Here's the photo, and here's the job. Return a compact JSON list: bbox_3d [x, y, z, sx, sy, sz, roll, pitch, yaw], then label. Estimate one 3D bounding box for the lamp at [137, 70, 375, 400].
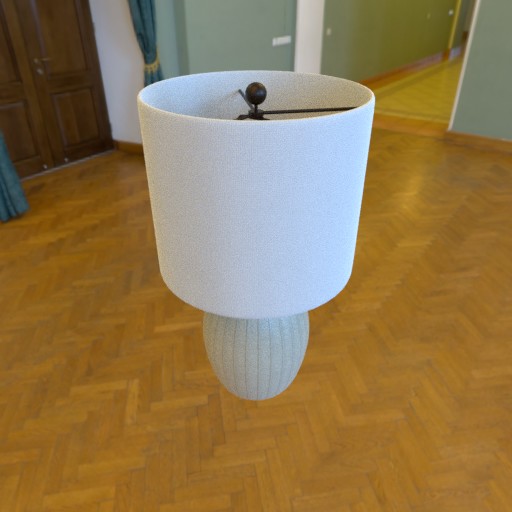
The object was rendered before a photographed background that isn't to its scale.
[{"bbox_3d":[0.000,0.000,0.768,0.329,0.570,0.329,20,37,29],"label":"lamp"}]
